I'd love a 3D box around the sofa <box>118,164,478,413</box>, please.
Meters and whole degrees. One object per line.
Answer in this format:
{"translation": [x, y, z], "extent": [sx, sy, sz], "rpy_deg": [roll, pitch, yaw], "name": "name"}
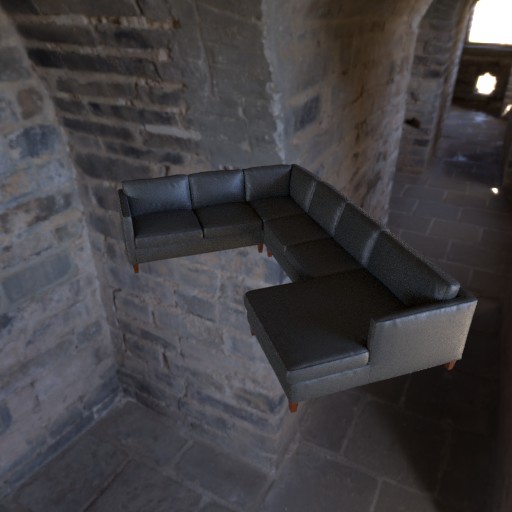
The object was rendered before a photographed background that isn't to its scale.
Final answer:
{"translation": [0.000, 0.000, 4.663], "extent": [2.593, 0.923, 3.460], "rpy_deg": [-9, 31, -16], "name": "sofa"}
